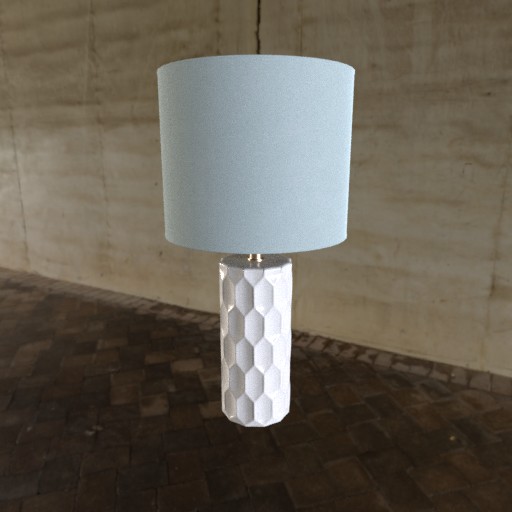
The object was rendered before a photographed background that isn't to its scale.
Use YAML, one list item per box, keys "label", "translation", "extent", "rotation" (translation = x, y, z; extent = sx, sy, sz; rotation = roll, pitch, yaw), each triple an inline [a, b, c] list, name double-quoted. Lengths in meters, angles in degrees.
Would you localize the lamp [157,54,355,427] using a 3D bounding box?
- label: "lamp"
  translation: [0.000, 0.000, 0.696]
  extent: [0.277, 0.534, 0.277]
  rotation: [-7, 16, -28]
